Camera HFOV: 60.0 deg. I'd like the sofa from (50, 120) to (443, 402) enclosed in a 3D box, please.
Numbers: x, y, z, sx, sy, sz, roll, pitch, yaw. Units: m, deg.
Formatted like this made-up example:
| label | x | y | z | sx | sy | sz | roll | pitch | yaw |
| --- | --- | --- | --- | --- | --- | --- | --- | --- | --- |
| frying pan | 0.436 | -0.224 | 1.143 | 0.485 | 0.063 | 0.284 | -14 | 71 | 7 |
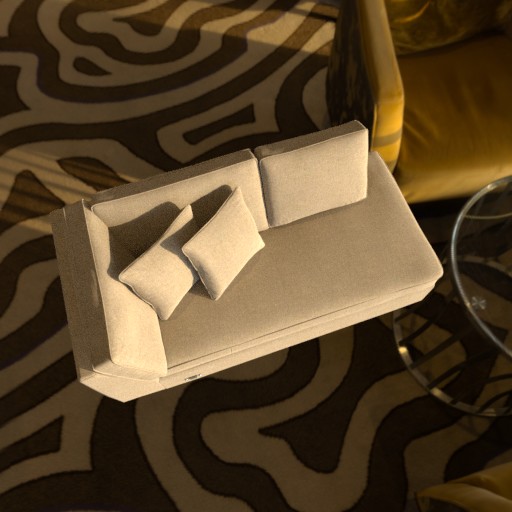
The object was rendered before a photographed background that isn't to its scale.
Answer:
| label | x | y | z | sx | sy | sz | roll | pitch | yaw |
| --- | --- | --- | --- | --- | --- | --- | --- | --- | --- |
| sofa | 0.000 | 0.000 | 2.847 | 2.238 | 1.019 | 1.110 | -17 | 66 | -8 |
